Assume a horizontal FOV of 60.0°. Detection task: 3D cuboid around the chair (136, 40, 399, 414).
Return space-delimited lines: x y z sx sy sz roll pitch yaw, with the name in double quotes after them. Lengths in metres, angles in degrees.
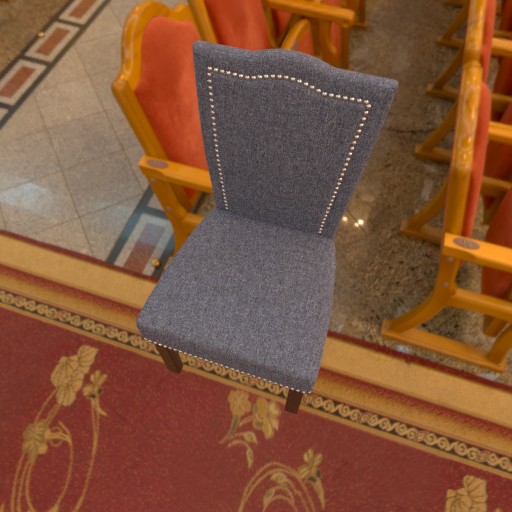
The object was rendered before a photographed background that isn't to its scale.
0.000 0.000 1.270 0.518 0.946 0.589 16 59 10 "chair"
